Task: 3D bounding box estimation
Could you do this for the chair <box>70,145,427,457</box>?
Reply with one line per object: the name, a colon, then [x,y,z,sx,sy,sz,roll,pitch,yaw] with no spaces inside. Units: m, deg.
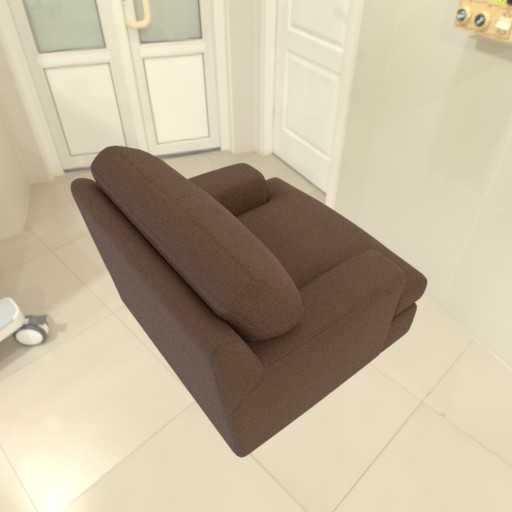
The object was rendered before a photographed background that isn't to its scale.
chair: [0.000,0.000,1.992,1.143,0.940,1.168,-27,48,-27]
